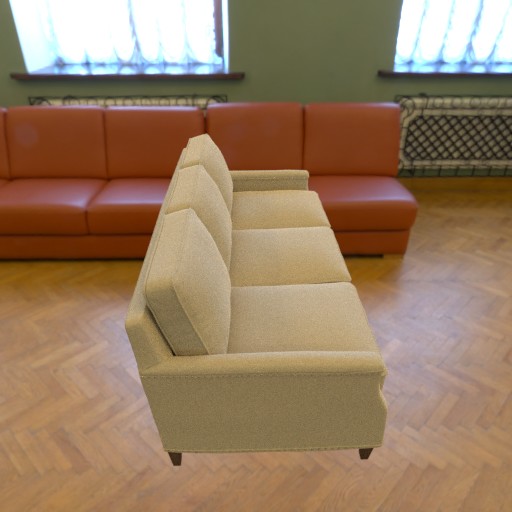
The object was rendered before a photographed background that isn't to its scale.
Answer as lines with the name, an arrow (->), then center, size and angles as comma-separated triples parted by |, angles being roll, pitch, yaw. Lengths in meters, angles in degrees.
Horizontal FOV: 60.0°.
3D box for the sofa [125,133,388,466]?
sofa -> 0.000, 0.000, 2.752 | 1.084, 1.003, 2.246 | -1, 31, -2
